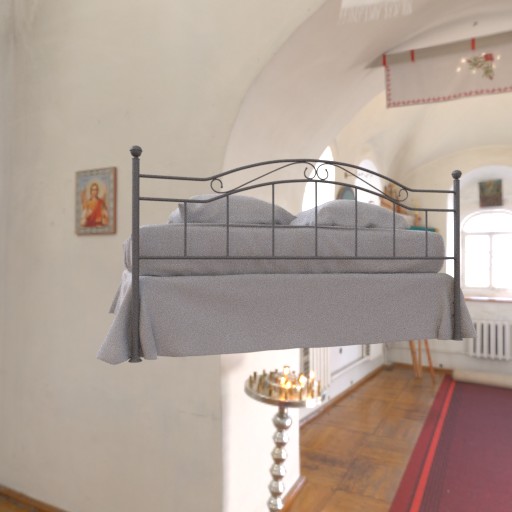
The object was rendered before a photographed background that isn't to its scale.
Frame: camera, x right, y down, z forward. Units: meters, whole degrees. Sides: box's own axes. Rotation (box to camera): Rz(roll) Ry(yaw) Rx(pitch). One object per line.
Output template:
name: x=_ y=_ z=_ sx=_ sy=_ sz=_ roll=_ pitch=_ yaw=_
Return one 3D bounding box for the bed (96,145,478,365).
bed: x=0.000 y=0.000 z=3.517 sx=2.309 sy=1.080 sz=2.220 roll=0 pitch=-1 yaw=-18
